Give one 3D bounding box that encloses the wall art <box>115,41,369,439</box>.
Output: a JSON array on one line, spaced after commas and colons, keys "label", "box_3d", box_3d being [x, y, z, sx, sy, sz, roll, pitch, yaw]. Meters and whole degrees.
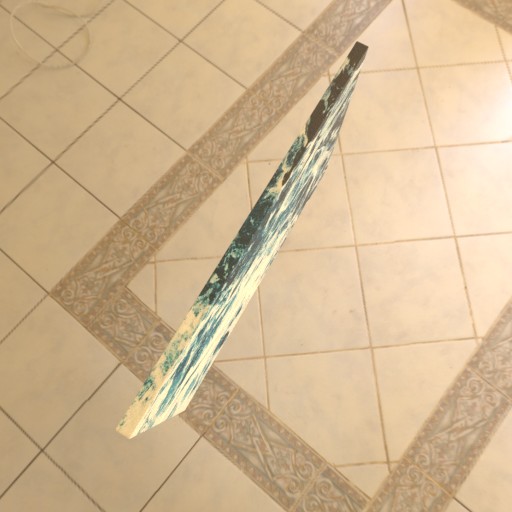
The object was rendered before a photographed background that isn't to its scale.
[{"label": "wall art", "box_3d": [0.000, 0.000, 1.915, 0.055, 1.017, 1.524, 29, 77, 7]}]
